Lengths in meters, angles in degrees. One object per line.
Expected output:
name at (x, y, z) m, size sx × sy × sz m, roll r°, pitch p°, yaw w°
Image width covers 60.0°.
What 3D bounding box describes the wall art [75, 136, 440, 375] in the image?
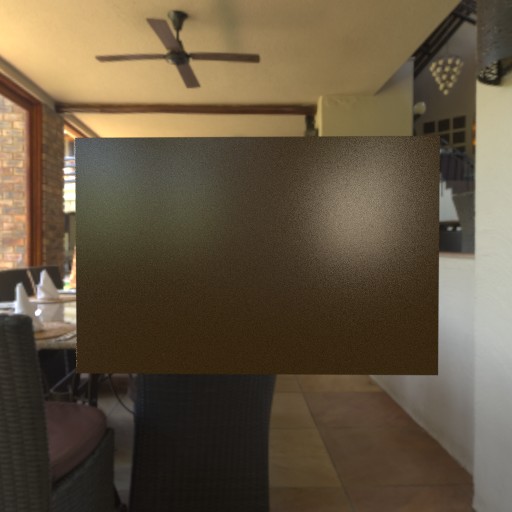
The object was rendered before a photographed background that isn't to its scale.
wall art at (0.000, 0.000, 1.150) m, size 0.932 × 0.610 × 0.027 m, roll 0°, pitch 1°, yaw 1°
